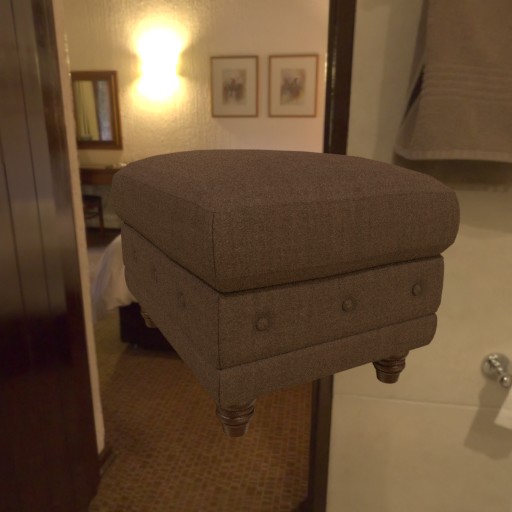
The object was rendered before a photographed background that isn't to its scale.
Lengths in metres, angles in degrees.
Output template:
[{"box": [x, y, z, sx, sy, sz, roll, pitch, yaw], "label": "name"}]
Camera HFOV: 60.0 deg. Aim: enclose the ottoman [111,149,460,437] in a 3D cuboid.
[{"box": [0.000, 0.000, 1.196, 0.599, 0.555, 0.809, -8, 17, -27], "label": "ottoman"}]
